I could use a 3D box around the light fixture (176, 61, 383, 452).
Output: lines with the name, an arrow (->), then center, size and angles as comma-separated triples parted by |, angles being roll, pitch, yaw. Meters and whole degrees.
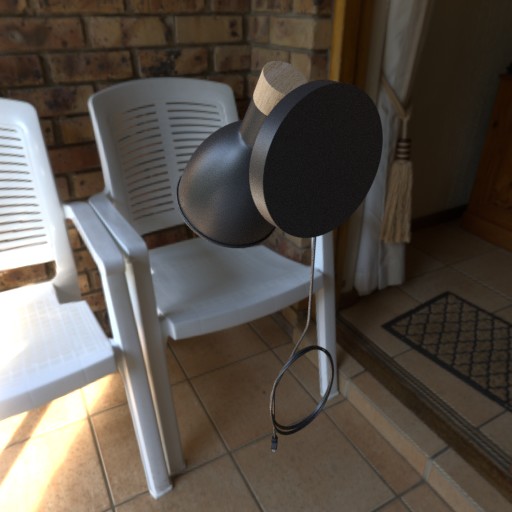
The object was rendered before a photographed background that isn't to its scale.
light fixture -> 0.000, 0.000, 0.490 | 0.127, 0.401, 0.203 | -19, 34, -30
